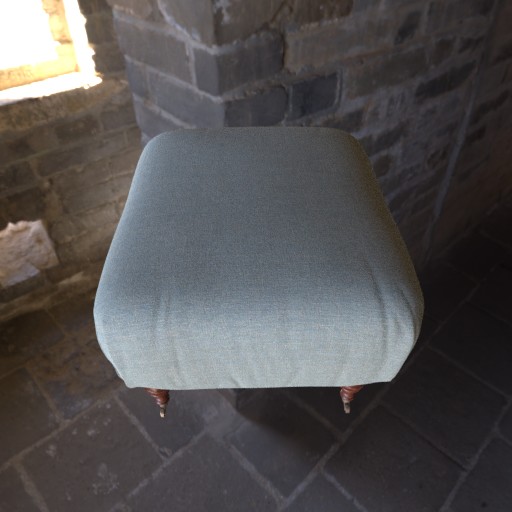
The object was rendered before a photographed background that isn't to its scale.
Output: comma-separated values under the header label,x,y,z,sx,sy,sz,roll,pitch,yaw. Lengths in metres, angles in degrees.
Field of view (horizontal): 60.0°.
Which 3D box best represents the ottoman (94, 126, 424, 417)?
label,x,y,z,sx,sy,sz,roll,pitch,yaw
ottoman,0.000,0.000,1.129,0.622,0.450,0.747,-1,42,-1
